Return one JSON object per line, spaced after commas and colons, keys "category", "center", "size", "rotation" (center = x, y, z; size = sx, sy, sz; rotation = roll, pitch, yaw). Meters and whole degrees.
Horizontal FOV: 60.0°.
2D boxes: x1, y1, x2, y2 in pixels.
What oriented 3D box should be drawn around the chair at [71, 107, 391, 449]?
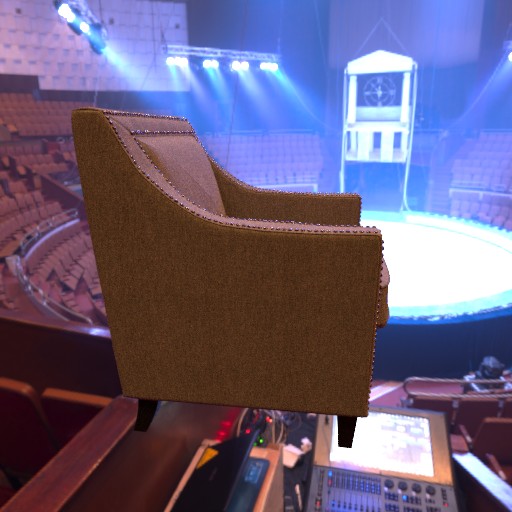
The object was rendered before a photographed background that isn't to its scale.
{"category": "chair", "center": [0.000, 0.000, 1.561], "size": [0.884, 0.967, 0.776], "rotation": [2, 16, 8]}
